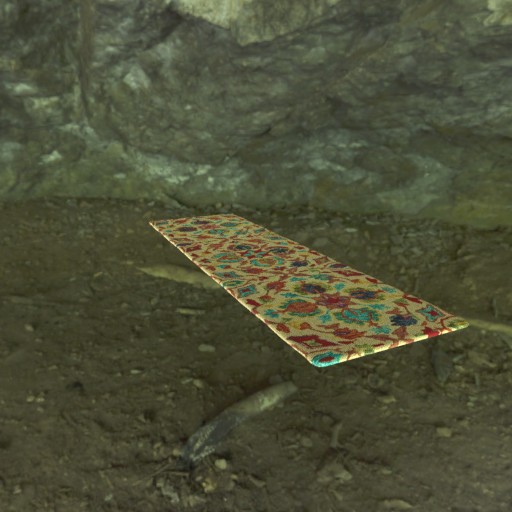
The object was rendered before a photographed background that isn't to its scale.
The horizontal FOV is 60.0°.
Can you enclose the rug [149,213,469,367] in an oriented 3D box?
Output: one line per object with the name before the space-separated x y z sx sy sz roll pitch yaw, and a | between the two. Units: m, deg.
rug | 0.000 0.000 2.482 0.693 0.016 2.273 -8 19 -25
